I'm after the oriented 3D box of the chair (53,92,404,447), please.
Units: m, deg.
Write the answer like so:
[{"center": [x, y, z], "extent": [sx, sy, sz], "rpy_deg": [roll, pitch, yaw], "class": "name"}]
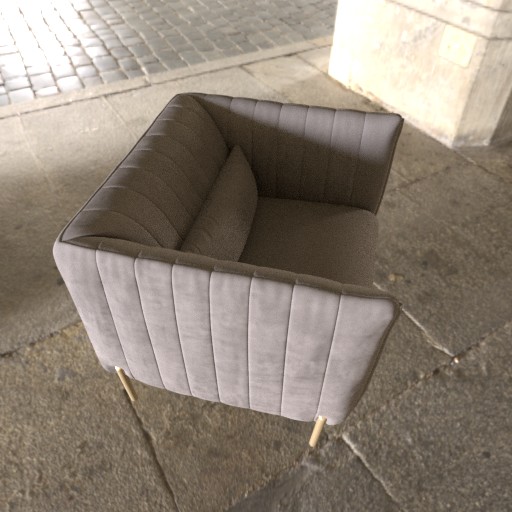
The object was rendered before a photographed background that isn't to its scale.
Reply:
[{"center": [0.000, 0.000, 1.602], "extent": [0.873, 0.779, 0.981], "rpy_deg": [10, 46, 10], "class": "chair"}]
